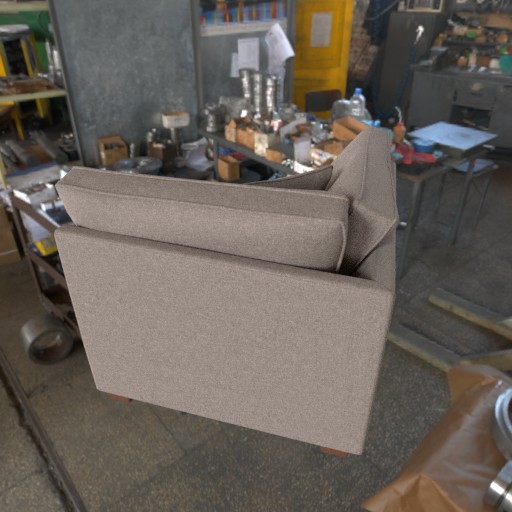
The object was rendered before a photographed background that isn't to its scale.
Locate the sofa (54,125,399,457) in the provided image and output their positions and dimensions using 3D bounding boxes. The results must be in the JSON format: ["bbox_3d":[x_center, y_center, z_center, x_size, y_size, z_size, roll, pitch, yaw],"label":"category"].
[{"bbox_3d":[0.000,0.000,1.829,1.042,0.951,1.050,9,33,13],"label":"sofa"}]
